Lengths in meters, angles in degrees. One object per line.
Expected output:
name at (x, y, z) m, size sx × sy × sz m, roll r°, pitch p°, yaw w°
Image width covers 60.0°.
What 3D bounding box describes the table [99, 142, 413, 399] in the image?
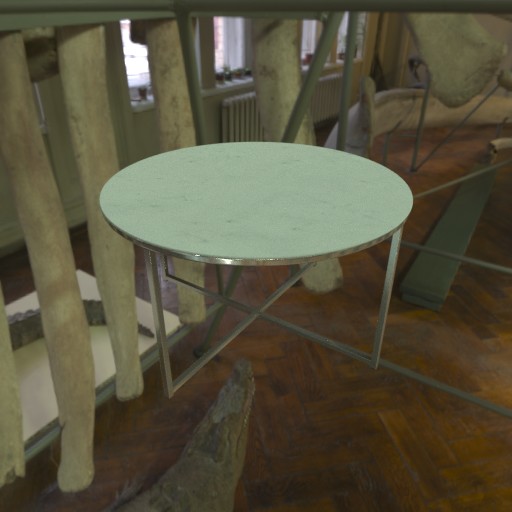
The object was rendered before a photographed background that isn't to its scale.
table at (0.000, 0.000, 1.293) m, size 0.800 × 0.450 × 0.800 m, roll 0°, pitch 30°, yaw 0°
